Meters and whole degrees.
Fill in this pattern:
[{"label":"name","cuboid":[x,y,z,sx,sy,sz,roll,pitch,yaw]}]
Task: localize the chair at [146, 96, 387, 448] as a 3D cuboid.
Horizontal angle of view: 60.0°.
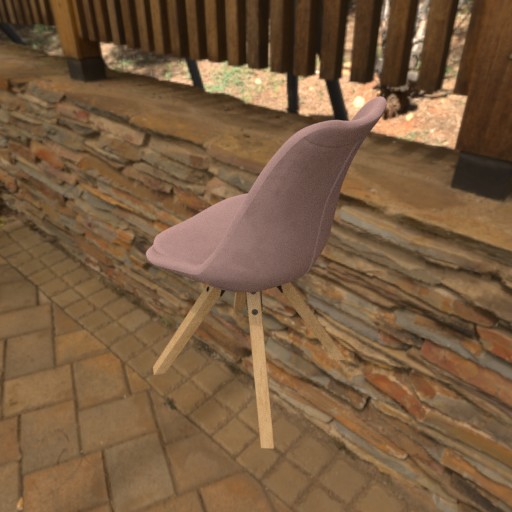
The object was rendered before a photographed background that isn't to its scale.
[{"label":"chair","cuboid":[0.000,0.000,1.185,0.550,0.850,0.485,22,39,31]}]
